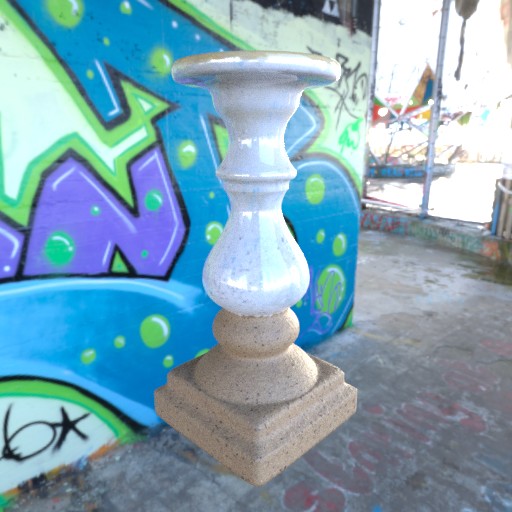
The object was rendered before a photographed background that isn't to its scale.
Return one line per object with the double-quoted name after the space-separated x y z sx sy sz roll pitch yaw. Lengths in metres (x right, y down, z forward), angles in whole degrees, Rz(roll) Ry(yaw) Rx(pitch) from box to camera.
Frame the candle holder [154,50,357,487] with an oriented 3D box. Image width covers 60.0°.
0.000 0.000 0.299 0.110 0.239 0.110 14 20 42 "candle holder"
